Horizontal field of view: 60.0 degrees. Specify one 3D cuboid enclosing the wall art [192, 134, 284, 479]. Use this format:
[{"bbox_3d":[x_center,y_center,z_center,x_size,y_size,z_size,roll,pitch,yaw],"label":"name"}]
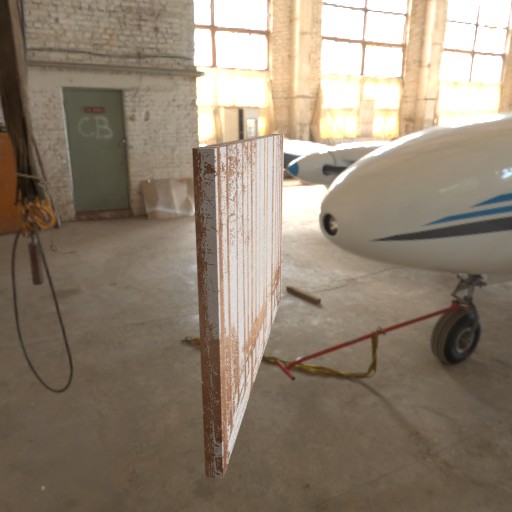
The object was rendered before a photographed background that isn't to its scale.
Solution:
[{"bbox_3d":[0.000,0.000,1.184,0.035,0.609,0.914,3,17,10],"label":"wall art"}]
